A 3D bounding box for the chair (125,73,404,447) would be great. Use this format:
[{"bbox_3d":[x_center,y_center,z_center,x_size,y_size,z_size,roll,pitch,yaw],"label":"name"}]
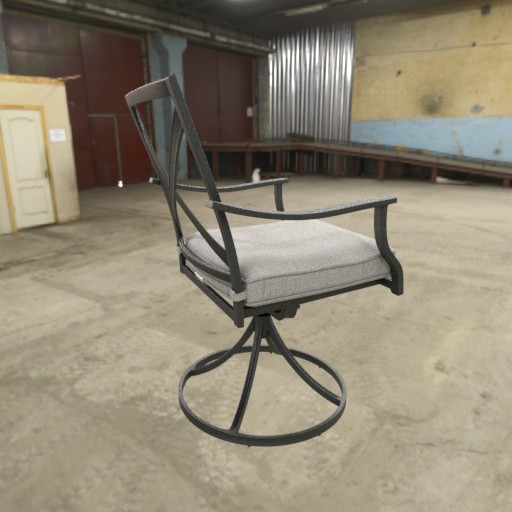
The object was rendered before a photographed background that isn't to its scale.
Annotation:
[{"bbox_3d":[0.000,0.000,1.269,0.620,0.889,0.575,-7,17,-24],"label":"chair"}]
